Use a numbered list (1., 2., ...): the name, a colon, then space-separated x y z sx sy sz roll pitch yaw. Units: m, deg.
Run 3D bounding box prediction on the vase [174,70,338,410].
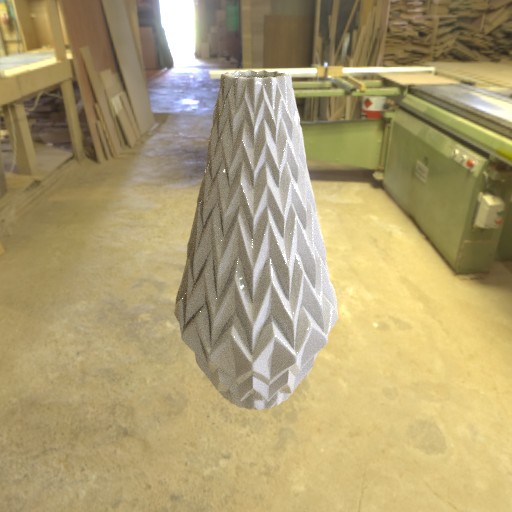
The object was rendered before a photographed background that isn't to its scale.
1. vase: 0.000 0.000 0.429 0.167 0.328 0.167 0 29 0
